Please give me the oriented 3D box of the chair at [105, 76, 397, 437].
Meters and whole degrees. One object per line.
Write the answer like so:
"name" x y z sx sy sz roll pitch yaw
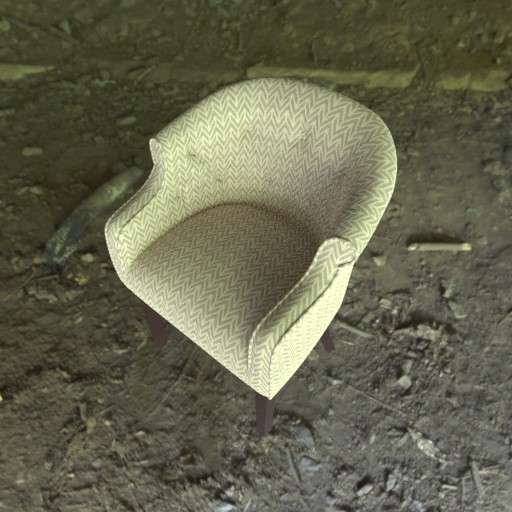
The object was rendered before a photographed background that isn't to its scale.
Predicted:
"chair" 0.000 0.000 1.329 0.686 0.858 0.613 32 53 27
